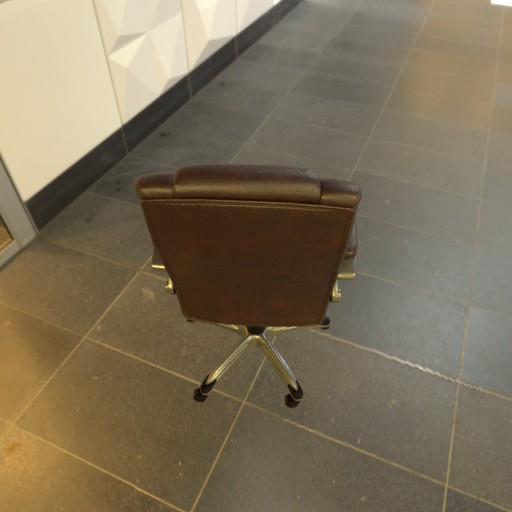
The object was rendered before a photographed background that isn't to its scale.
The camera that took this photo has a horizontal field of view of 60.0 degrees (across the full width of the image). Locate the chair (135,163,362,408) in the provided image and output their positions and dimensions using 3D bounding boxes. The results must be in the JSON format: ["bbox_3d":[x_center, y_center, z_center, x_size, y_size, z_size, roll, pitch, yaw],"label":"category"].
[{"bbox_3d":[0.000,0.000,1.565,0.656,1.128,0.692,3,46,3],"label":"chair"}]
